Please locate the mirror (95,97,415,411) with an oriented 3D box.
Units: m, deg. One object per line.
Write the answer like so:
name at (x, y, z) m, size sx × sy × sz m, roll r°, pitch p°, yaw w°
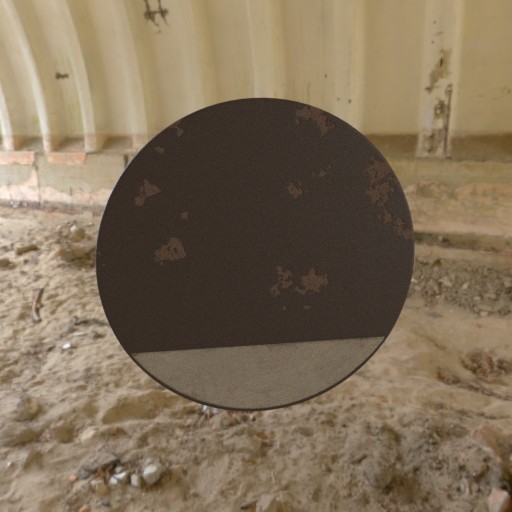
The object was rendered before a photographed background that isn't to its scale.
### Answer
mirror at (0.000, 0.000, 0.588) m, size 0.386 × 0.386 × 0.126 m, roll -2°, pitch 14°, yaw -9°
